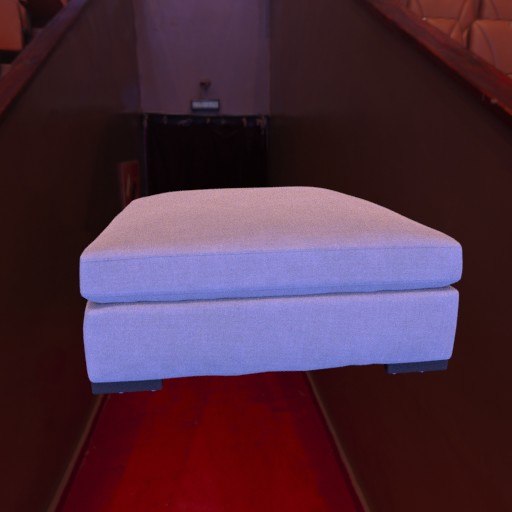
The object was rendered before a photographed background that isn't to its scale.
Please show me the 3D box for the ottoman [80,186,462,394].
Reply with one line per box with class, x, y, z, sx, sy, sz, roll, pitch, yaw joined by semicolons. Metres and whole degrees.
ottoman;0.000;0.000;1.860;1.171;0.517;1.203;-2;15;-7
